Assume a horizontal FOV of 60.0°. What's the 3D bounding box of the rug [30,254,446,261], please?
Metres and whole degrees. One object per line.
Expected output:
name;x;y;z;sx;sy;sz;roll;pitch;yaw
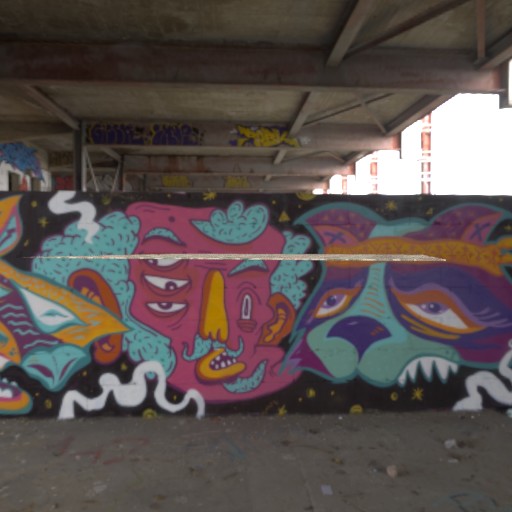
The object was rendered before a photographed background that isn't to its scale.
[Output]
rug;0.000;0.000;4.135;3.048;0.010;2.438;0;1;17
